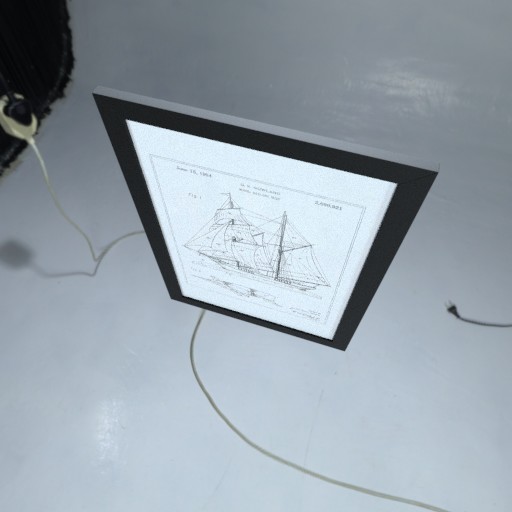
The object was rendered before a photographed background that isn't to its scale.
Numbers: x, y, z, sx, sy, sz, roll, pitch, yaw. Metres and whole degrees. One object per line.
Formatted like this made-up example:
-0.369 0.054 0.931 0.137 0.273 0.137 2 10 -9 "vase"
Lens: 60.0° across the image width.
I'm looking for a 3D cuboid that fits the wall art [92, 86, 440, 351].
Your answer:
0.000 0.000 0.597 0.326 0.459 0.011 15 60 9 "wall art"
